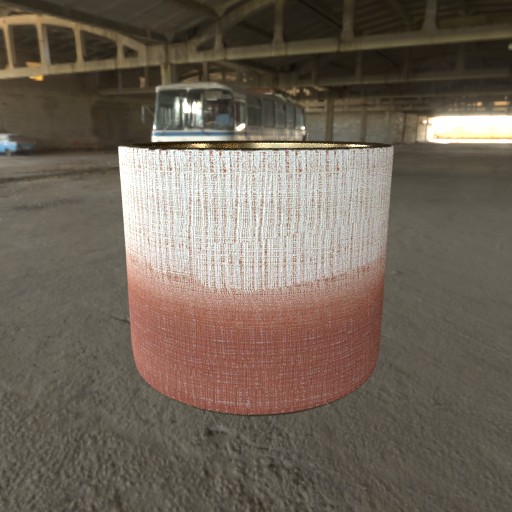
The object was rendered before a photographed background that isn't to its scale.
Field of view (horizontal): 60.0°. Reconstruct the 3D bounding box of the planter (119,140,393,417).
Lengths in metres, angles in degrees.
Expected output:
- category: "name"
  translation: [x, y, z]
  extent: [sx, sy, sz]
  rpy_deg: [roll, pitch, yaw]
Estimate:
- category: "planter"
  translation: [0.000, 0.000, 0.448]
  extent: [0.254, 0.221, 0.254]
  rpy_deg: [0, 16, 0]
